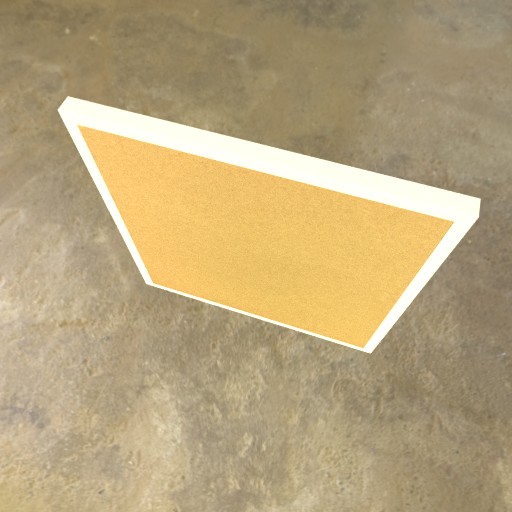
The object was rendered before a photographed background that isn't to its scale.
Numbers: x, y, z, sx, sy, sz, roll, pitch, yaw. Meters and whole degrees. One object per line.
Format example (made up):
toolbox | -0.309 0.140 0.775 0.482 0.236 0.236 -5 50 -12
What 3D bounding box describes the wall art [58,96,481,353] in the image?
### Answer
wall art | 0.000 0.000 1.109 0.763 0.761 0.038 16 63 9
